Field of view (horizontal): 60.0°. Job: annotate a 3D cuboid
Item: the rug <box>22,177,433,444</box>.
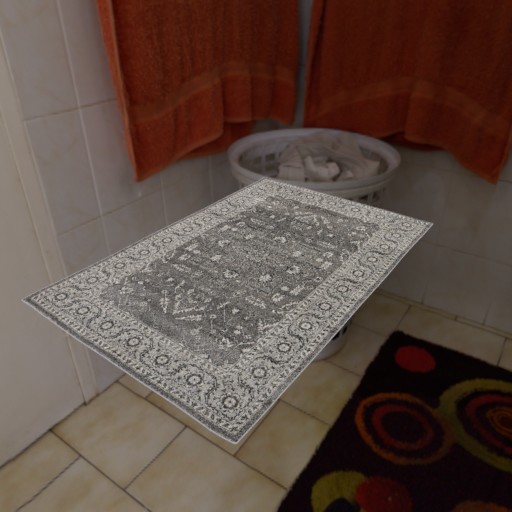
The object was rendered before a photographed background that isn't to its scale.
[{"bbox_3d":[0.000,0.000,2.251,1.209,0.019,1.828,21,37,31],"label":"rug"}]
